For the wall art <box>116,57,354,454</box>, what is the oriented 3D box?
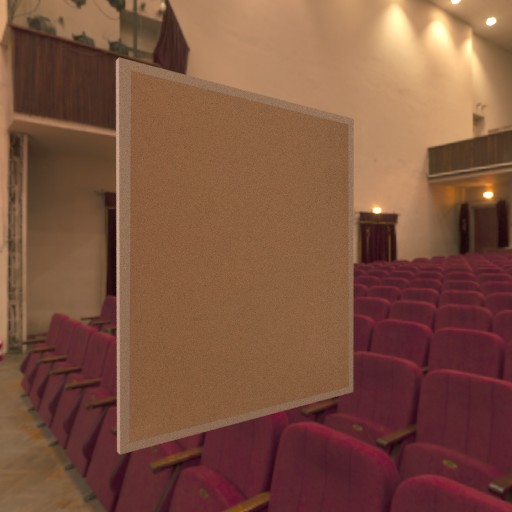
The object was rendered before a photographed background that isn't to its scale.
[{"bbox_3d":[0.000,0.000,0.767,0.482,0.557,0.012,0,0,-36],"label":"wall art"}]
